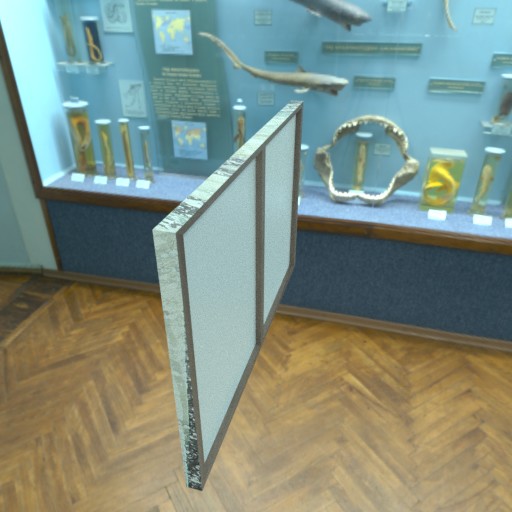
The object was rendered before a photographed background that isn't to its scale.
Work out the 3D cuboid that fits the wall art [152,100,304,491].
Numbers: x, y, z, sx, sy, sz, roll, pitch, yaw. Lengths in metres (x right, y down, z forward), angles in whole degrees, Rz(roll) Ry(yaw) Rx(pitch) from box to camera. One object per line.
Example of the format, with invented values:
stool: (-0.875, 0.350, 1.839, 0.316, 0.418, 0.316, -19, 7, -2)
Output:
wall art: (0.000, 0.000, 1.145, 0.038, 0.598, 0.919, 8, 31, 14)
